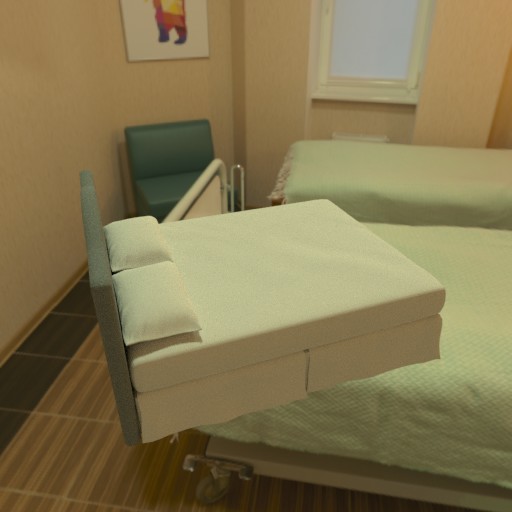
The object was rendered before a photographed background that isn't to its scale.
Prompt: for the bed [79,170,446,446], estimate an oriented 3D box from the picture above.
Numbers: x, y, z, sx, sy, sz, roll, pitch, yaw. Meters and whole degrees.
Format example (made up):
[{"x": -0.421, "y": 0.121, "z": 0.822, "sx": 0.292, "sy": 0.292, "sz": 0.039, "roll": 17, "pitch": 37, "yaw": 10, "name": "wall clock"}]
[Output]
[{"x": 0.000, "y": 0.000, "z": 3.943, "sx": 2.689, "sy": 1.457, "sz": 2.161, "roll": -11, "pitch": 32, "yaw": -18, "name": "bed"}]
